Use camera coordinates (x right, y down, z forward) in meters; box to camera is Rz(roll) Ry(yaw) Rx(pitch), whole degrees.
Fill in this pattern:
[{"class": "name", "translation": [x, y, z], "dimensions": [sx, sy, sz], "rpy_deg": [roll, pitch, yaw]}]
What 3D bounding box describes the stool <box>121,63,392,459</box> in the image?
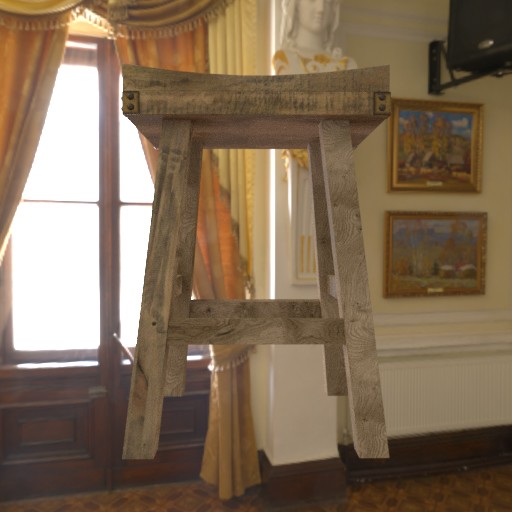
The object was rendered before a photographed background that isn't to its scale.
[{"class": "stool", "translation": [0.000, 0.000, 0.860], "dimensions": [0.450, 0.635, 0.330], "rpy_deg": [0, 1, -1]}]
